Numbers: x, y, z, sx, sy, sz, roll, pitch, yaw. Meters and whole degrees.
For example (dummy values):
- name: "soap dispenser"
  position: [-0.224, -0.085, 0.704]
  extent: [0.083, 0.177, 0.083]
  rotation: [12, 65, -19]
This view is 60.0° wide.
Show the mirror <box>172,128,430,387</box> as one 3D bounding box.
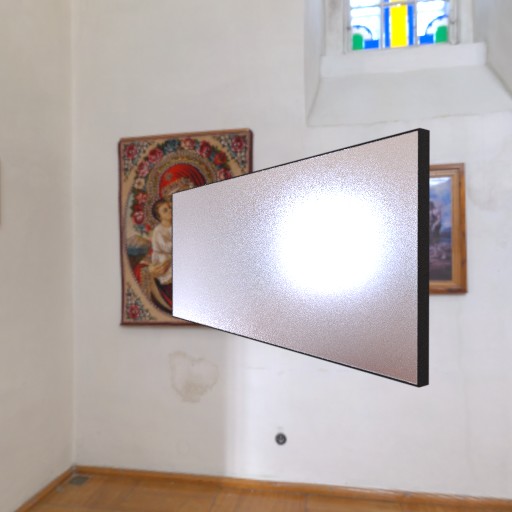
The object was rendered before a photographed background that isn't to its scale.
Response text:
- name: "mirror"
  position: [0.000, 0.000, 1.839]
  extent: [0.047, 0.692, 1.584]
  rotation: [0, 1, -35]
